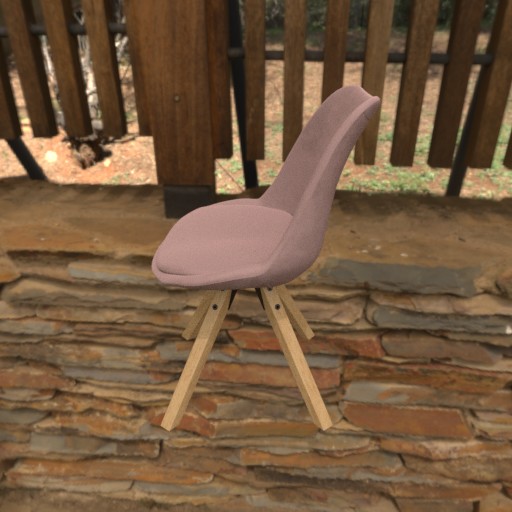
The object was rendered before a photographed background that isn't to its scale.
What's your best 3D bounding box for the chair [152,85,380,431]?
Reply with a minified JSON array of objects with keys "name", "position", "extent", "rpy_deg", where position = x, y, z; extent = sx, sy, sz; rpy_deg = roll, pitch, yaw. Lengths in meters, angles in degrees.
[{"name":"chair","position":[0.000,0.000,1.204],"extent":[0.550,0.850,0.485],"rpy_deg":[0,27,0]}]
